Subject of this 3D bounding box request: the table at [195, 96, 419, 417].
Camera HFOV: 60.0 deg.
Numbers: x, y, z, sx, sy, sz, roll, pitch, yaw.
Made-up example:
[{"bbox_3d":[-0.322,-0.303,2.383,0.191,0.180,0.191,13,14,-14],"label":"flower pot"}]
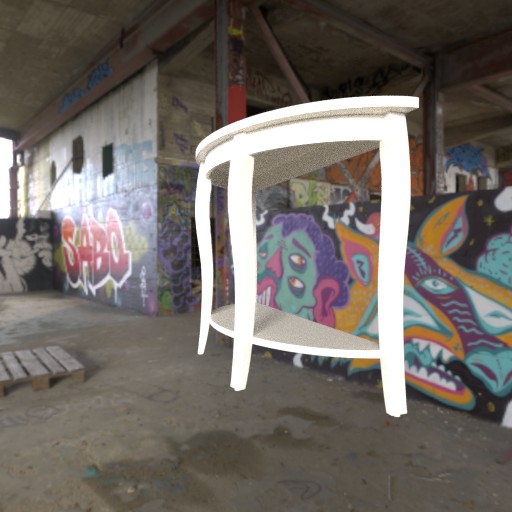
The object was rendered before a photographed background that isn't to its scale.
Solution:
[{"bbox_3d":[0.000,0.000,1.579,0.394,0.780,1.219,0,1,-20],"label":"table"}]
